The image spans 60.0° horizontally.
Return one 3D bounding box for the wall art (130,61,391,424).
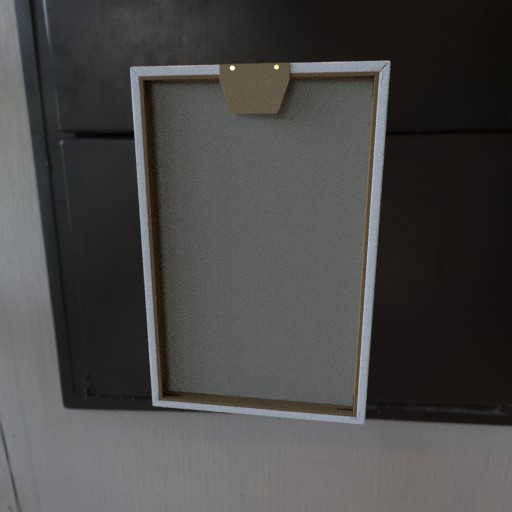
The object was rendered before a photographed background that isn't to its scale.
[{"bbox_3d":[0.000,0.000,1.144,0.602,0.916,0.048,2,15,8],"label":"wall art"}]
